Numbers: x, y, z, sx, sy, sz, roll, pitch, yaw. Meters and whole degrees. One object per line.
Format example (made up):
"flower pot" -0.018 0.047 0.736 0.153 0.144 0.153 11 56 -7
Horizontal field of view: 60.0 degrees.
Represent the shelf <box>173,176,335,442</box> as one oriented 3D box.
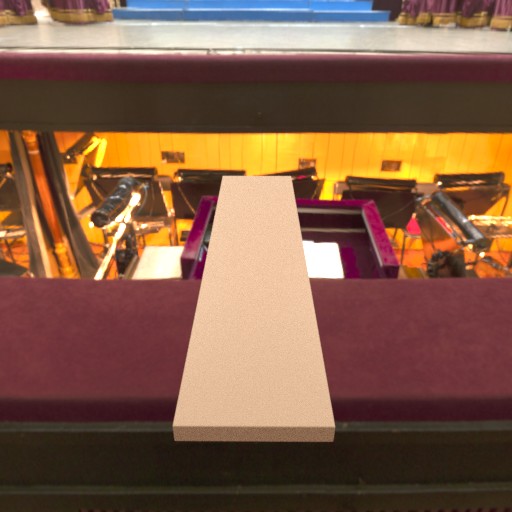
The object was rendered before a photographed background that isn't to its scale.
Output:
"shelf" 0.000 0.000 0.648 0.140 0.020 0.610 0 31 0
